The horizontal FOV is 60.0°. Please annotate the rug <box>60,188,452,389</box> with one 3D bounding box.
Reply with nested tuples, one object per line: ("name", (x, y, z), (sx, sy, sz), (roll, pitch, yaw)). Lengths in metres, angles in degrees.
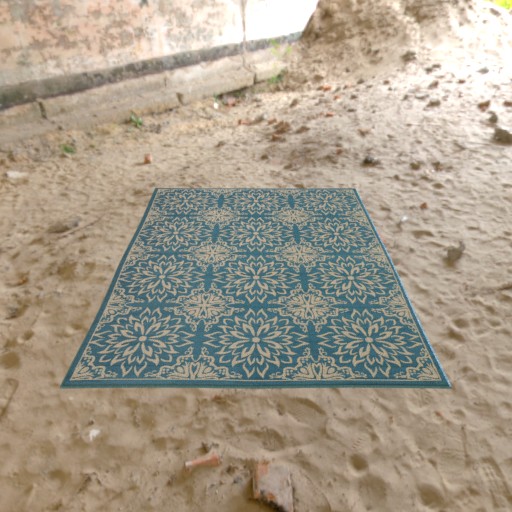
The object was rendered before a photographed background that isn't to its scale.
("rug", (0.000, 0.000, 3.903), (2.350, 0.018, 2.964), (0, 32, 0))
